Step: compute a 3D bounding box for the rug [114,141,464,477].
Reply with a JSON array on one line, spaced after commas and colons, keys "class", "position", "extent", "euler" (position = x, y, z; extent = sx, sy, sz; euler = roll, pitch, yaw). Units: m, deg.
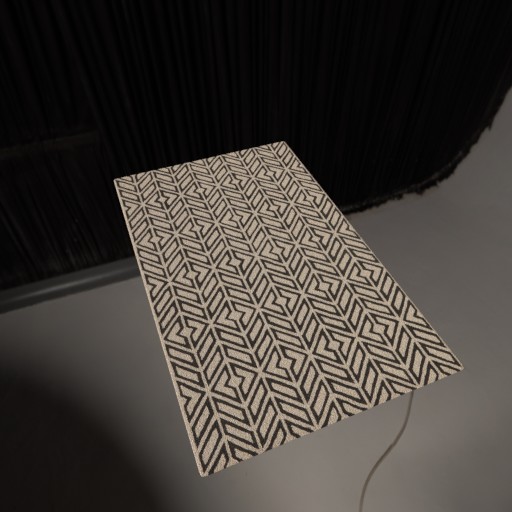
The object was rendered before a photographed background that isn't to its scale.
[{"class": "rug", "position": [0.000, 0.000, 3.028], "extent": [1.523, 0.008, 2.438], "euler": [-16, 49, -15]}]
